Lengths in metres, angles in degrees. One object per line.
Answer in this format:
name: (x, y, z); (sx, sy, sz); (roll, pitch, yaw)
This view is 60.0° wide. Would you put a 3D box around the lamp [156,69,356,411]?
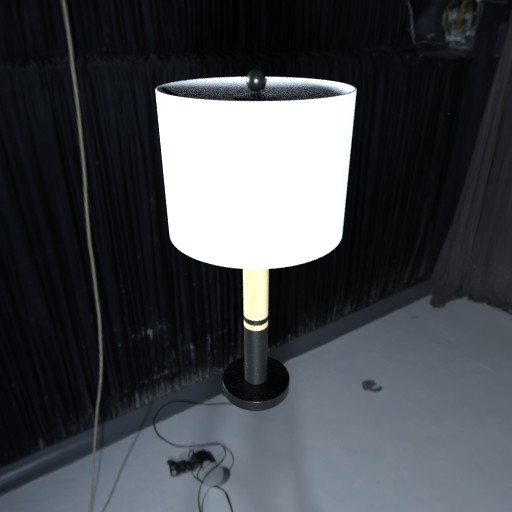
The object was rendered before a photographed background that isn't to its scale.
lamp: (0.000, 0.000, 0.822); (0.305, 0.640, 0.305); (-18, 32, -31)
